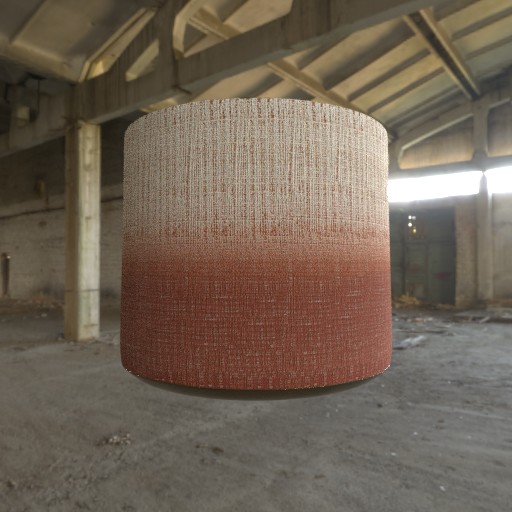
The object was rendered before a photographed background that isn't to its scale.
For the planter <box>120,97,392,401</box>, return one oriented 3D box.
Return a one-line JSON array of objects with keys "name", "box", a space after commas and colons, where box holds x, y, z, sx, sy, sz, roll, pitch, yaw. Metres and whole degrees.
[{"name": "planter", "box": [0.000, 0.000, 0.435, 0.254, 0.221, 0.254, 0, -1, 0]}]
